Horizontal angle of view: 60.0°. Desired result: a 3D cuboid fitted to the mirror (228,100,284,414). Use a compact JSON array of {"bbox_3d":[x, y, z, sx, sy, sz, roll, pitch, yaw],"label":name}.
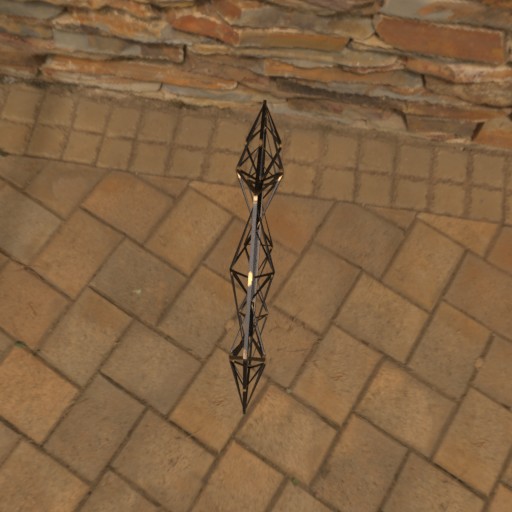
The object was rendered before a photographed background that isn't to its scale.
[{"bbox_3d":[0.000,0.000,1.051,0.094,0.710,0.710,4,74,1],"label":"mirror"}]
